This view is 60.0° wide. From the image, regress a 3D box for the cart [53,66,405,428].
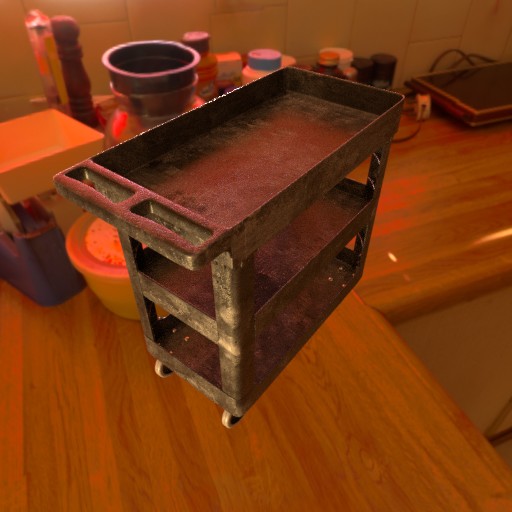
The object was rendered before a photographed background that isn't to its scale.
[{"bbox_3d":[0.000,0.000,1.361,0.420,0.824,0.877,27,48,27],"label":"cart"}]
